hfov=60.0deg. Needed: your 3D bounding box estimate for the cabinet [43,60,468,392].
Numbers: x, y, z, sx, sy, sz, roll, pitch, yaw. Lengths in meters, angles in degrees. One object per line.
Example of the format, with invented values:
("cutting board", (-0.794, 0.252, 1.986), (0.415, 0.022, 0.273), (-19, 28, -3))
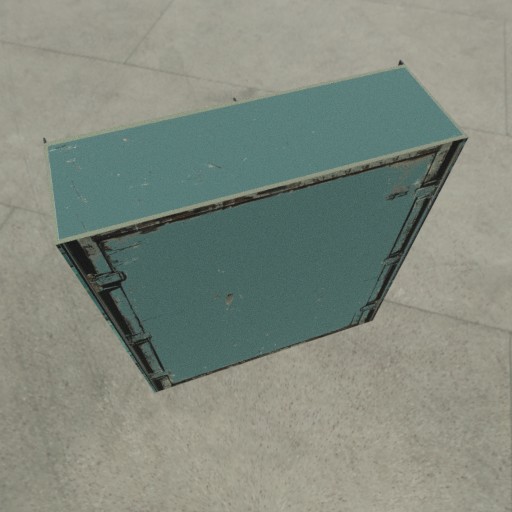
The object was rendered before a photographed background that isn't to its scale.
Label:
("cabinet", (0.000, 0.000, 3.104), (2.000, 2.160, 0.680), (-16, 58, -10))
